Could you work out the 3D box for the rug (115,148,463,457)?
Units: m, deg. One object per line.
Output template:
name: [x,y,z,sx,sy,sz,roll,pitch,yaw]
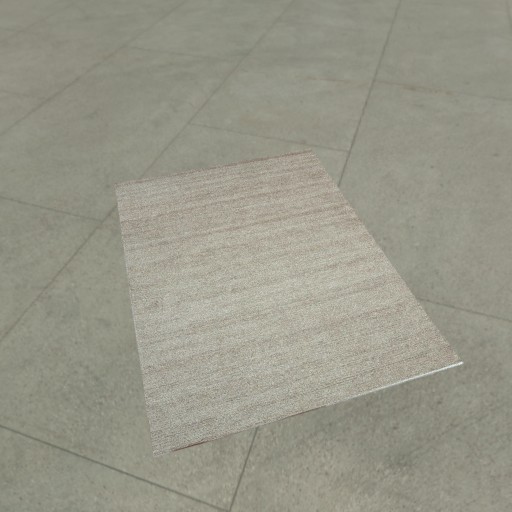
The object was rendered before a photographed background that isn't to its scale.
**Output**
rug: [0.000,0.000,4.284,2.434,0.045,3.202,-12,47,-12]
